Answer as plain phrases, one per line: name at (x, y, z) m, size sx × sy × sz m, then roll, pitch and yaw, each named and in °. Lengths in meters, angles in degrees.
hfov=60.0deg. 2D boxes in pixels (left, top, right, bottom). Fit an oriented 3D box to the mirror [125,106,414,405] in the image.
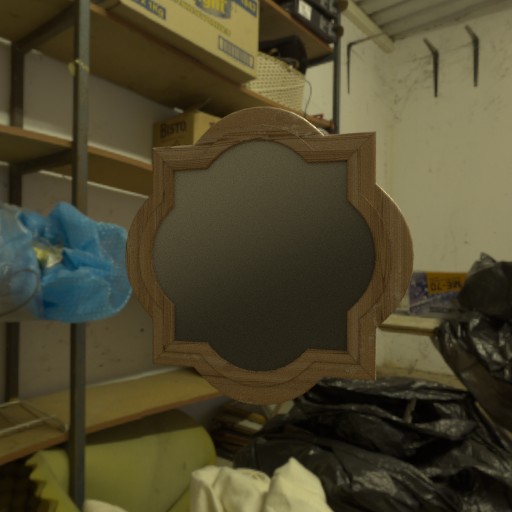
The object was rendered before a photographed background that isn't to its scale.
mirror at (0.000, 0.000, 1.046) m, size 0.686 × 0.686 × 0.019 m, roll 0°, pitch 0°, yaw 16°
